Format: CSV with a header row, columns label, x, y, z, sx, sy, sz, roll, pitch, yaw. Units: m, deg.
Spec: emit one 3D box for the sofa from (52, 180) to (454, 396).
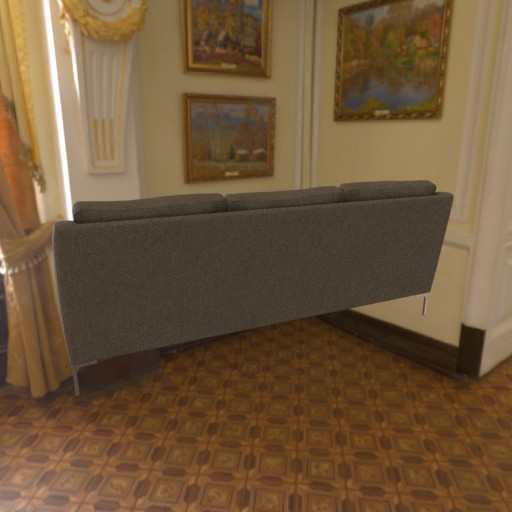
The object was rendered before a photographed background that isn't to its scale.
label,x,y,z,sx,sy,sz,roll,pitch,yaw
sofa,0.000,0.000,2.478,2.060,0.837,0.849,-7,17,-25
